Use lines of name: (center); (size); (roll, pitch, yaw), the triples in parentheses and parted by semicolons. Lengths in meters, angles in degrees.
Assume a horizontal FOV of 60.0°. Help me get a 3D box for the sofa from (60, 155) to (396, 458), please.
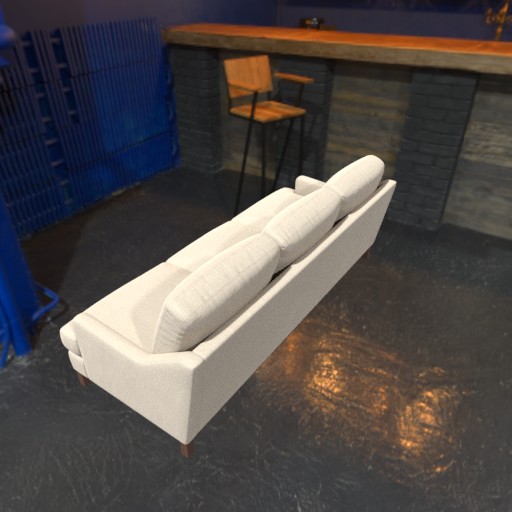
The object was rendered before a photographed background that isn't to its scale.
sofa: (0.000, 0.000, 2.906); (1.000, 0.913, 2.321); (20, 38, 29)
